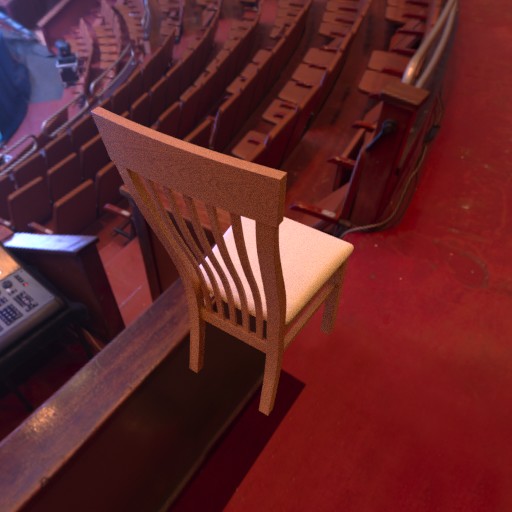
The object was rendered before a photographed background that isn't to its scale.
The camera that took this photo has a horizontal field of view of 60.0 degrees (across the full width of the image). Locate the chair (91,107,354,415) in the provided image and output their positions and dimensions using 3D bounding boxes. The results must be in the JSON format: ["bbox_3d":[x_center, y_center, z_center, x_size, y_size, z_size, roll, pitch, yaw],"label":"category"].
[{"bbox_3d":[0.000,0.000,1.353,0.450,1.050,0.580,24,49,23],"label":"chair"}]
